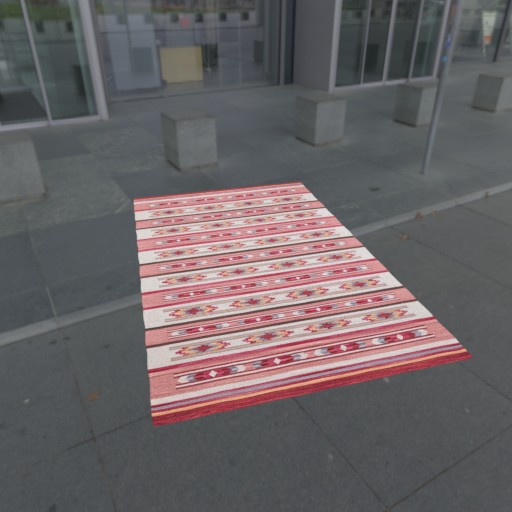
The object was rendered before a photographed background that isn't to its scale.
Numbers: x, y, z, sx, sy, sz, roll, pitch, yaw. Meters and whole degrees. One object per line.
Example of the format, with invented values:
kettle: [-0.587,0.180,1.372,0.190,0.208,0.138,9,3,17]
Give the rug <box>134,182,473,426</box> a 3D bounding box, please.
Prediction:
rug: [0.000,0.000,2.992,1.535,0.010,2.431,-8,31,-13]
